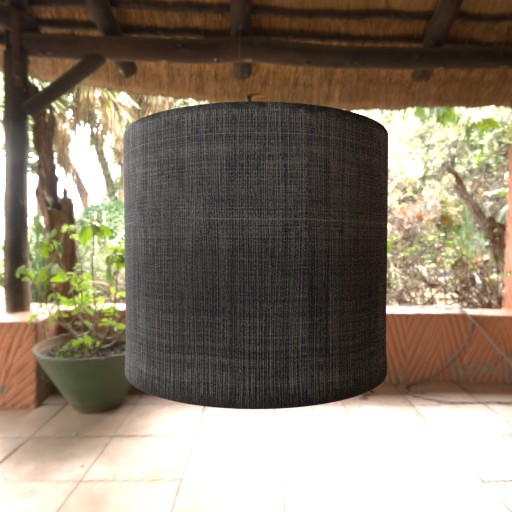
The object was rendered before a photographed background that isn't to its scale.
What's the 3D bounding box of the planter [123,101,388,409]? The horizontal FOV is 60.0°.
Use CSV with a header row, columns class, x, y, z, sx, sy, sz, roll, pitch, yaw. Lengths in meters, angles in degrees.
class,x,y,z,sx,sy,sz,roll,pitch,yaw
planter,0.000,0.000,0.312,0.178,0.157,0.178,0,1,0
